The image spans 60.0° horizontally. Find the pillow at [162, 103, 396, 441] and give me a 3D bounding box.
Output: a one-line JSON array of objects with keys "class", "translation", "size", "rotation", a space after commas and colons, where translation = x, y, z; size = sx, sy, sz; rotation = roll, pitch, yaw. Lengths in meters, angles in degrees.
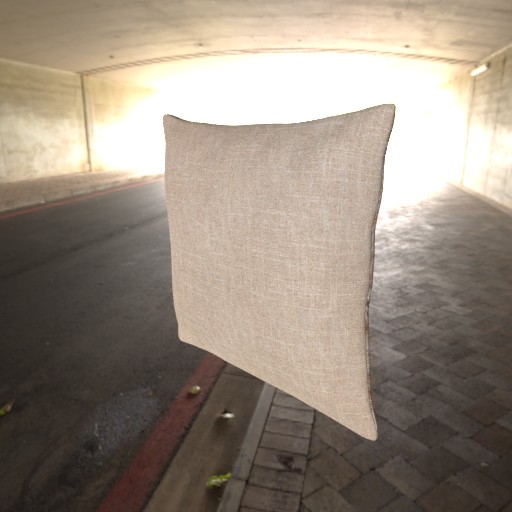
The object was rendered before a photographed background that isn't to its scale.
[{"class": "pillow", "translation": [0.000, 0.000, 0.803], "size": [0.523, 0.506, 0.166], "rotation": [15, 21, 43]}]
